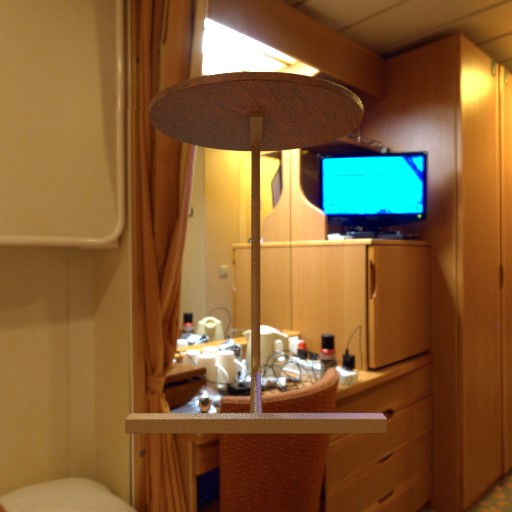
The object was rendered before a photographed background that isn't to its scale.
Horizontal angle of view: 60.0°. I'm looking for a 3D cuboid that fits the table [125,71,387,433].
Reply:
[{"bbox_3d":[0.000,0.000,1.134,0.530,0.706,0.577,0,0,0],"label":"table"}]
